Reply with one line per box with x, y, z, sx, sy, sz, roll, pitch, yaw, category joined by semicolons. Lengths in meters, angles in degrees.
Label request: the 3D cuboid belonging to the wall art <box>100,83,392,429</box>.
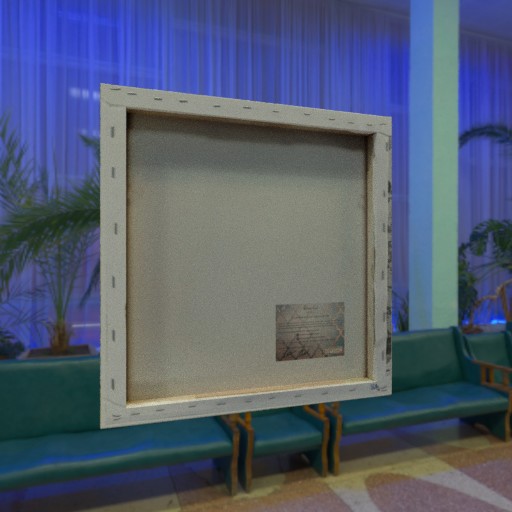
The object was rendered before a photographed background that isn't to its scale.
0.000;0.000;0.456;0.302;0.306;0.038;0;0;-19;wall art
